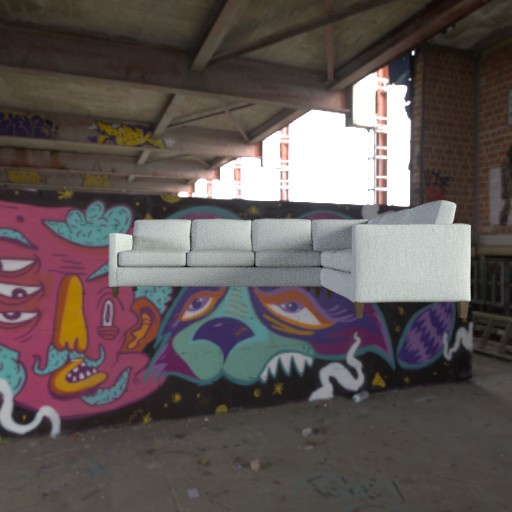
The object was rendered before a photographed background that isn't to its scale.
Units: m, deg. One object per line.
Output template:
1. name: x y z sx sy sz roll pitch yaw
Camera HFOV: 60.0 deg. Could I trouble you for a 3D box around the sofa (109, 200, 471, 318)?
1. sofa: 0.000 0.000 4.618 3.333 0.934 2.522 0 1 0
